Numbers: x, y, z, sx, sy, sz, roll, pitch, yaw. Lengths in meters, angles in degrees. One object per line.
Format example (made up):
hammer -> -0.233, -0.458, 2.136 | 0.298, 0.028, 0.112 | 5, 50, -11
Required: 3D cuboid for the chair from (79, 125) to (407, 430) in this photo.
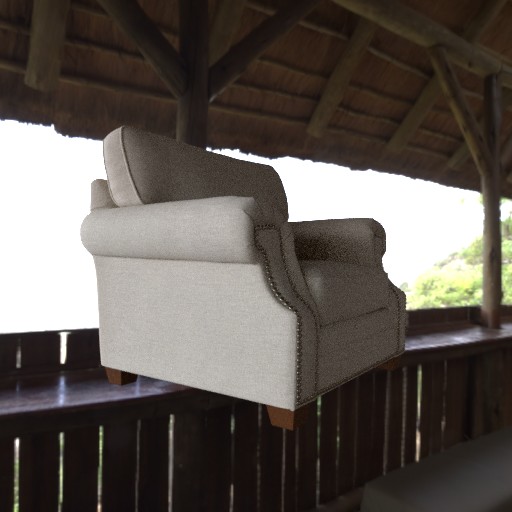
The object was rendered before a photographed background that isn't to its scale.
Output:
chair -> 0.000, 0.000, 1.824 | 0.965, 0.961, 1.092 | 0, -1, 36
